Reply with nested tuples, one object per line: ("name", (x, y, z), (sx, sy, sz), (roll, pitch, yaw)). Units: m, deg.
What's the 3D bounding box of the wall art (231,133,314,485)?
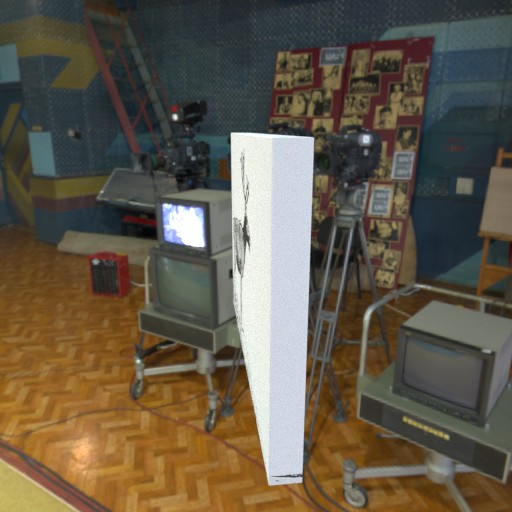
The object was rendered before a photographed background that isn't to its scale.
("wall art", (0.000, 0.000, 0.781), (0.042, 0.414, 0.608), (-2, 16, -7))
